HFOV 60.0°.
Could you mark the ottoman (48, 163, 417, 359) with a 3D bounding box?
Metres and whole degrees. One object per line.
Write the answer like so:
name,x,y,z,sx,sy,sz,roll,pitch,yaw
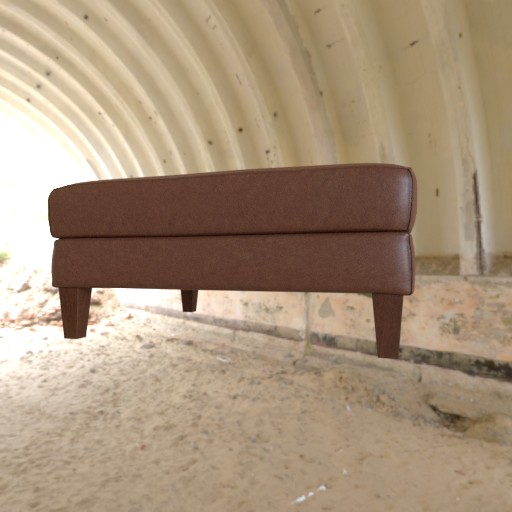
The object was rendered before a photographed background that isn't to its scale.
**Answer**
ottoman,0.000,0.000,1.471,0.987,0.472,0.836,0,-1,18
